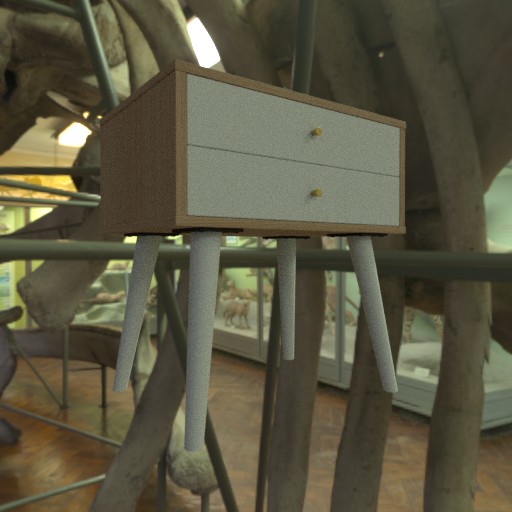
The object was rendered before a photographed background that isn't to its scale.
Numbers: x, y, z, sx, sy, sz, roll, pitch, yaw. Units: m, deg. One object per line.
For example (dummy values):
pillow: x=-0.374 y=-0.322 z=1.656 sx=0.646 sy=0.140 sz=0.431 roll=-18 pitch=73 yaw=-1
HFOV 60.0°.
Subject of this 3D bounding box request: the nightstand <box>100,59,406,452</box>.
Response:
nightstand: x=0.000 y=0.000 z=0.998 sx=0.571 sy=0.610 sz=0.407 roll=-1 pitch=1 yaw=-36
